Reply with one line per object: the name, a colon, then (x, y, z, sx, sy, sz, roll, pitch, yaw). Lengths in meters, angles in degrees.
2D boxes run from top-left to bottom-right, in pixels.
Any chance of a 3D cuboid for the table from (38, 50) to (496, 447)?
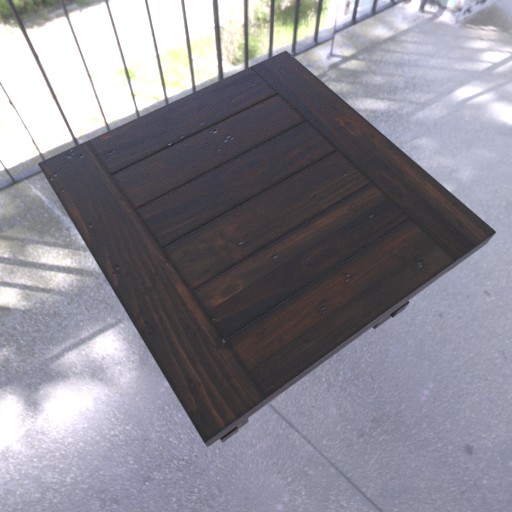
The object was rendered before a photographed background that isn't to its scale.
table: (0.000, 0.000, 0.993, 0.593, 0.437, 0.606, -31, 65, -17)
